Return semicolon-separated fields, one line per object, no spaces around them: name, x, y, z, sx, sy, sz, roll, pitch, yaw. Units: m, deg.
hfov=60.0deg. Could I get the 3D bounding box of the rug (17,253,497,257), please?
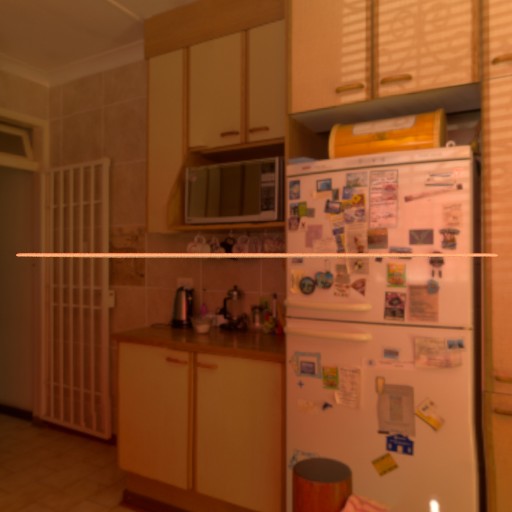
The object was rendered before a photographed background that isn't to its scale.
rug;0.000;0.000;2.711;2.134;0.013;1.524;0;0;-1
